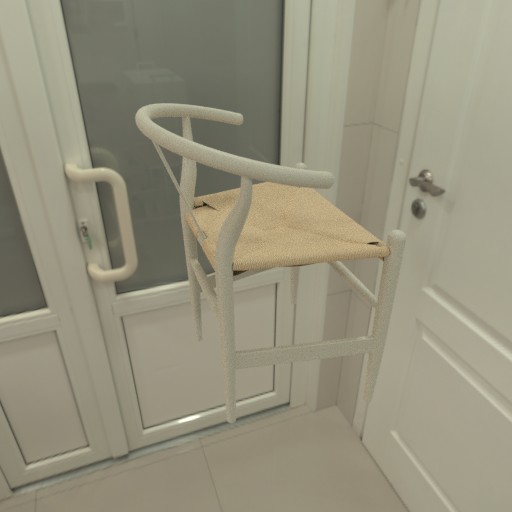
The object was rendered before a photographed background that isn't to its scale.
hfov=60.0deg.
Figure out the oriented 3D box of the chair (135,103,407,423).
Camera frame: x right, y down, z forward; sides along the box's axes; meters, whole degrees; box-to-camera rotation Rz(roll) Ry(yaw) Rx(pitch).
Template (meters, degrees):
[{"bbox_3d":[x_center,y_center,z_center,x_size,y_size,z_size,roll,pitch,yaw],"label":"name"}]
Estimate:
[{"bbox_3d":[0.000,0.000,1.124,0.500,0.736,0.533,-11,32,-18],"label":"chair"}]
